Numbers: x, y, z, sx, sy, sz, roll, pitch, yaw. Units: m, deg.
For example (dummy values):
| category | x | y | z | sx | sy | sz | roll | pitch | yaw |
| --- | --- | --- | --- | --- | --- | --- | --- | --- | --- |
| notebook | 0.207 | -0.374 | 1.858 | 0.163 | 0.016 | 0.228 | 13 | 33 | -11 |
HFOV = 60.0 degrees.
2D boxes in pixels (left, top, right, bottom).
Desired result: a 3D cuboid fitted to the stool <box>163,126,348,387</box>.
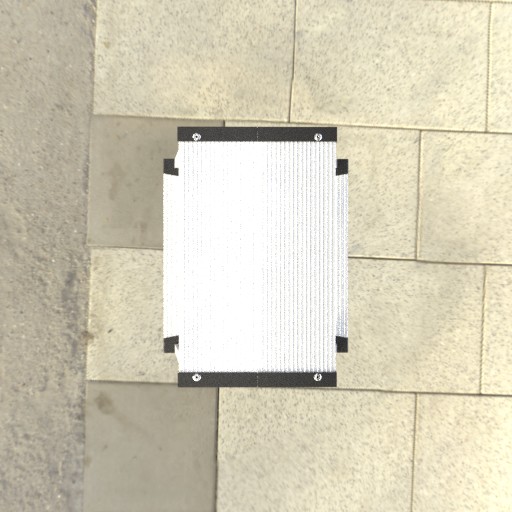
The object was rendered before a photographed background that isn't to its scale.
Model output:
| category | x | y | z | sx | sy | sz | roll | pitch | yaw |
| --- | --- | --- | --- | --- | --- | --- | --- | --- | --- |
| stool | 0.000 | 0.000 | 0.802 | 0.405 | 0.480 | 0.404 | 0 | 90 | 0 |
